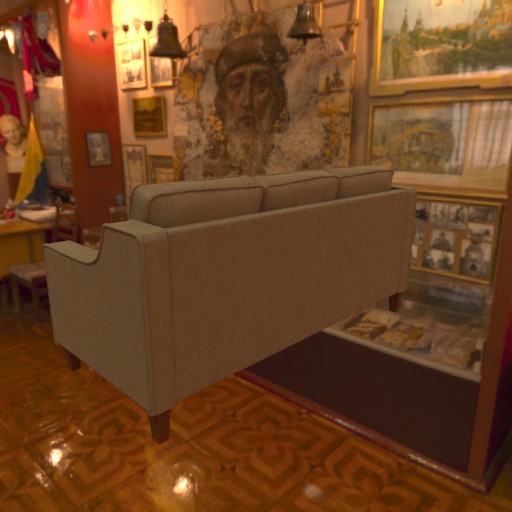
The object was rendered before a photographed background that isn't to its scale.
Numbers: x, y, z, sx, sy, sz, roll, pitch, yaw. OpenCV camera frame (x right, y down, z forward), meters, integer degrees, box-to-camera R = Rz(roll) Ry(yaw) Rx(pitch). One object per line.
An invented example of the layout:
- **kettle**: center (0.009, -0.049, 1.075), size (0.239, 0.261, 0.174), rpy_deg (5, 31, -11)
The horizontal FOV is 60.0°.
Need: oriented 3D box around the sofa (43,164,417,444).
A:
- **sofa**: center (0.000, 0.000, 2.507), size (0.911, 0.974, 1.986), rpy_deg (14, 21, 43)
